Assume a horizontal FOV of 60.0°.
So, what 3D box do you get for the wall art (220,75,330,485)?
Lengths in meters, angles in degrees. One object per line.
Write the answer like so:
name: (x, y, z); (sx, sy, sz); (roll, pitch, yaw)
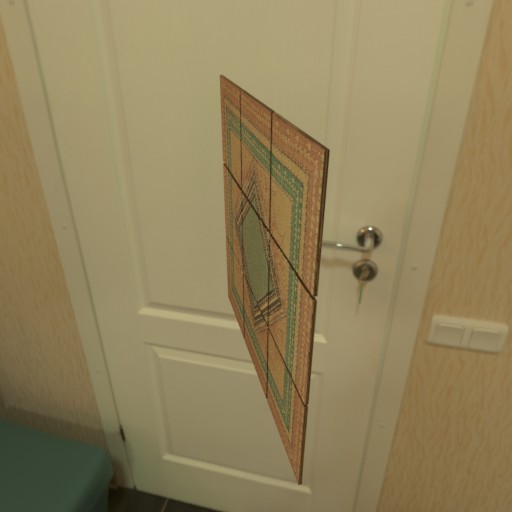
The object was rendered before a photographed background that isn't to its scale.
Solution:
wall art: (0.000, 0.000, 1.792); (0.013, 1.213, 1.215); (-8, 31, -13)
